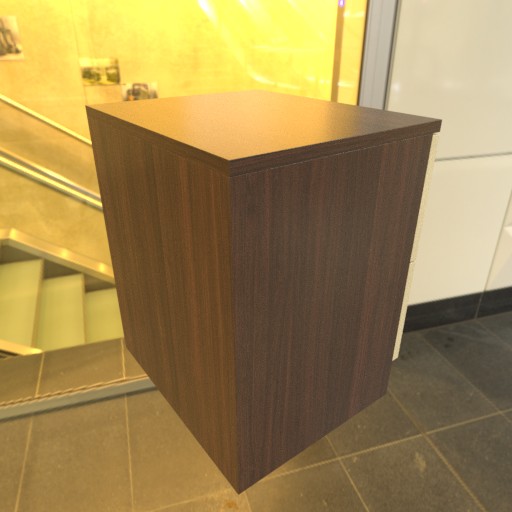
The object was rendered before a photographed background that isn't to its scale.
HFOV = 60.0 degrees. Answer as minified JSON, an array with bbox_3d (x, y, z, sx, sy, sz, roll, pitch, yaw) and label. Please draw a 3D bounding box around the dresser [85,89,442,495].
[{"bbox_3d":[0.000,0.000,0.745,0.360,0.470,0.400,-19,33,-32],"label":"dresser"}]
